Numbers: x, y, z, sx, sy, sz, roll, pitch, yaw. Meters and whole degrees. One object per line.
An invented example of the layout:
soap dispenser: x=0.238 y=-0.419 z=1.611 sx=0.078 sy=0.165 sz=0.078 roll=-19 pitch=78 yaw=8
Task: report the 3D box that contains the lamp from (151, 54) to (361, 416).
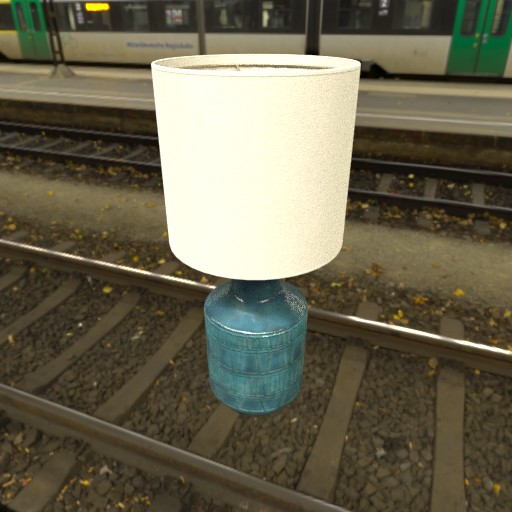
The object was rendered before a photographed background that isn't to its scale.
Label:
lamp: x=0.000 y=0.000 z=0.563 sx=0.211 sy=0.455 sz=0.211 roll=0 pitch=28 yaw=1
